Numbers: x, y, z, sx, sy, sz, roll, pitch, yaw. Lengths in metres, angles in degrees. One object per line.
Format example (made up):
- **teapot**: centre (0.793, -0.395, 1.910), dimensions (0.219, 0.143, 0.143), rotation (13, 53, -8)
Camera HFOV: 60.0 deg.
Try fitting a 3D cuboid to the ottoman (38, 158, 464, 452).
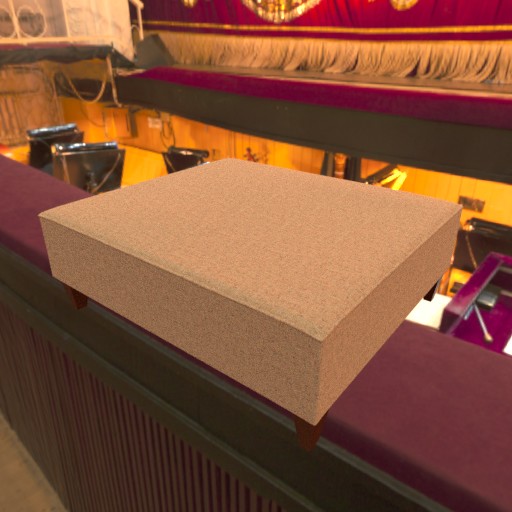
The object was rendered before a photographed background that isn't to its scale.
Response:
- **ottoman**: centre (0.000, 0.000, 1.209), dimensions (0.835, 0.303, 0.736), rotation (19, 32, 34)
